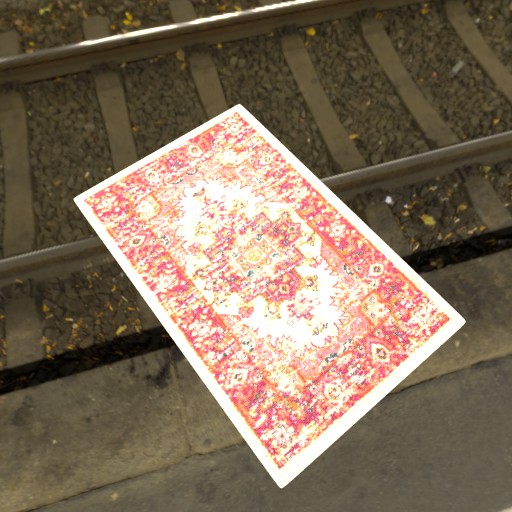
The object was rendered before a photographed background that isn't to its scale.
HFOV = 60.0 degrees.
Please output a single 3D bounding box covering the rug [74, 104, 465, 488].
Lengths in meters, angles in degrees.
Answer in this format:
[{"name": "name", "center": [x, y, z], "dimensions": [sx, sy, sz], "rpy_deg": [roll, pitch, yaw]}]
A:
[{"name": "rug", "center": [0.000, 0.000, 1.100], "dimensions": [0.556, 0.004, 0.868], "rpy_deg": [-35, 68, -16]}]
